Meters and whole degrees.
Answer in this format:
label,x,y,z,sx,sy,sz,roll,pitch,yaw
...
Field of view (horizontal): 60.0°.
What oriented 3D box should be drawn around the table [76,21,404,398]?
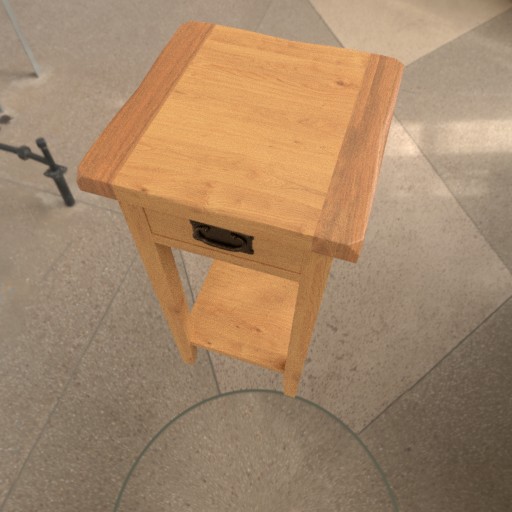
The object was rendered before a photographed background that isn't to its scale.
label,x,y,z,sx,sy,sz,roll,pitch,yaw
table,0.000,0.000,0.918,0.360,0.740,0.360,15,59,10
